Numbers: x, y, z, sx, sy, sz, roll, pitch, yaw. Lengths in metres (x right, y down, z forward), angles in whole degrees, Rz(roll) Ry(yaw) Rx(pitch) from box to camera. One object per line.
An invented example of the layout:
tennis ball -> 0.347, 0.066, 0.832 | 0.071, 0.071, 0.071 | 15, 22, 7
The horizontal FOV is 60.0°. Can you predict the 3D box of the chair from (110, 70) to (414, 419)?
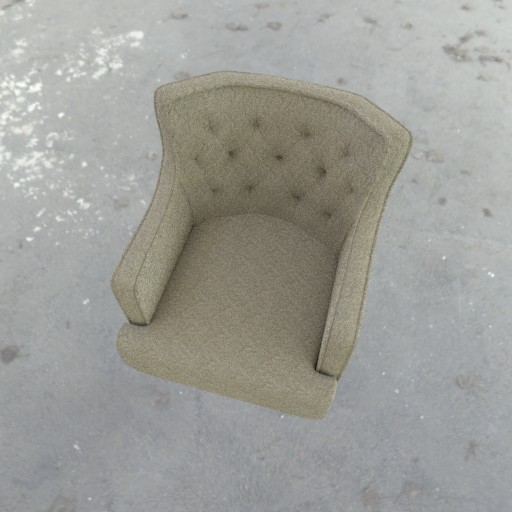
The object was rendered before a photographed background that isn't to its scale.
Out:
chair -> 0.000, 0.000, 1.653 | 0.820, 0.920, 0.910 | 13, 58, 8
